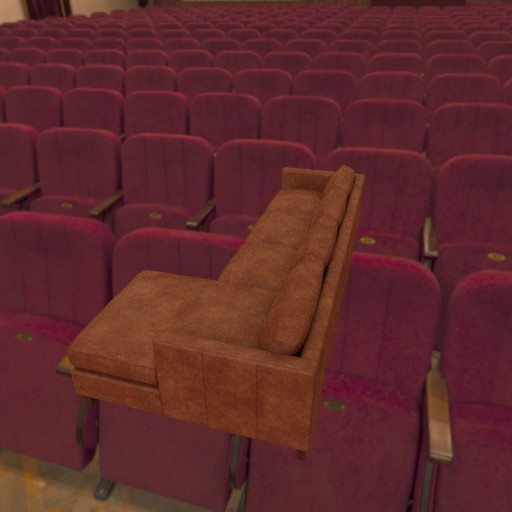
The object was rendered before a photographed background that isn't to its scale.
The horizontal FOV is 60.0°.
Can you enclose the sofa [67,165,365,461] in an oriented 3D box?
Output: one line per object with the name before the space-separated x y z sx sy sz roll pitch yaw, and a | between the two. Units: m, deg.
sofa | 0.000 0.000 3.918 1.581 0.883 3.203 8 30 14
